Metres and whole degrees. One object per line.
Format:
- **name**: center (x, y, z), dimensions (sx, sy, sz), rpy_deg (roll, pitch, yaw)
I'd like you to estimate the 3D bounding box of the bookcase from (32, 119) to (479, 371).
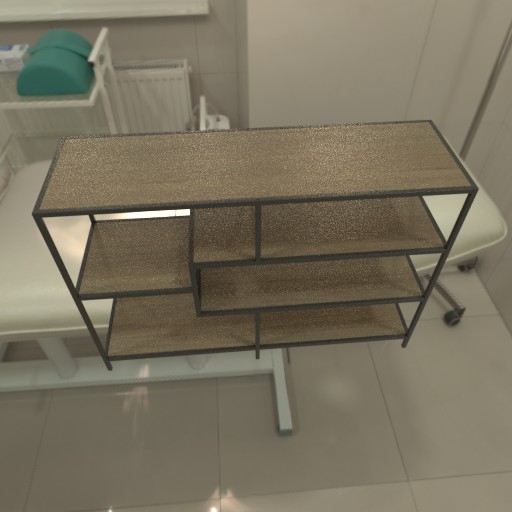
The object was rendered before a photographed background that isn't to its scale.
- **bookcase**: center (0.000, 0.000, 1.526), dimensions (1.140, 0.780, 0.350), rpy_deg (-4, 47, -3)
